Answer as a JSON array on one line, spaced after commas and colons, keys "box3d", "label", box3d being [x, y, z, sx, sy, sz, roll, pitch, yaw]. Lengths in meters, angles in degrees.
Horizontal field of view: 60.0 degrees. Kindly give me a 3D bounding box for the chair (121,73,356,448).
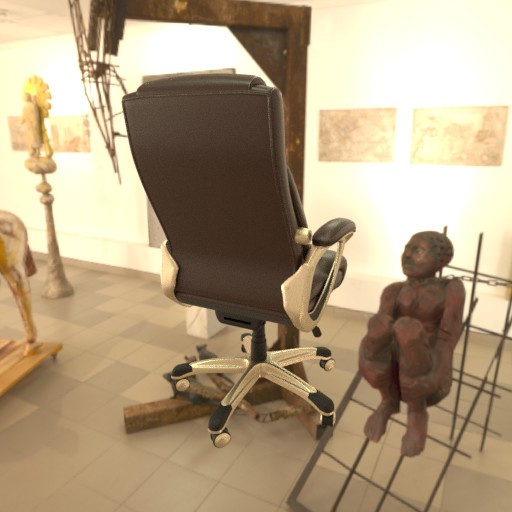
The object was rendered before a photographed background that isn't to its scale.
[{"box3d": [0.000, 0.000, 1.646, 0.692, 1.194, 0.749, 8, 18, 26], "label": "chair"}]
